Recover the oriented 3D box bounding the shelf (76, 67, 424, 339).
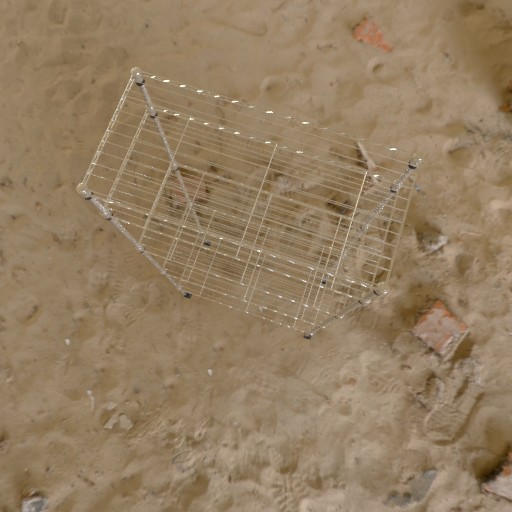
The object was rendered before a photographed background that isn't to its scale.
[{"bbox_3d":[0.000,0.000,1.797,0.762,1.587,0.356,18,77,4],"label":"shelf"}]
